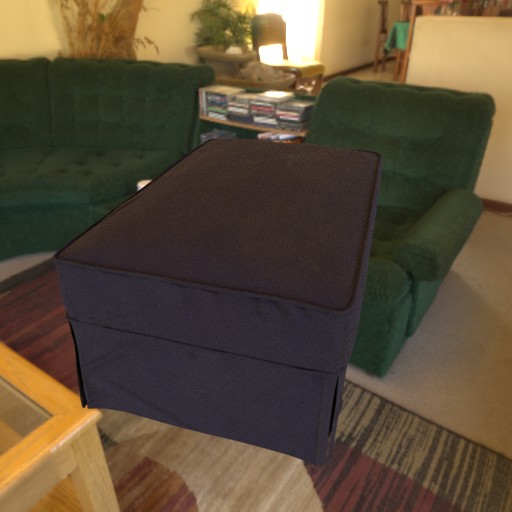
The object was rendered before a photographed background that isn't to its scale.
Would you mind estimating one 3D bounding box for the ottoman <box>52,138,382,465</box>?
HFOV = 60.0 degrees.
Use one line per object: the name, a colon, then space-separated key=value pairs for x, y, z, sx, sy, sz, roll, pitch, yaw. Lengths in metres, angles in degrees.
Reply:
ottoman: x=0.000 y=0.000 z=1.297 sx=0.637 sy=0.503 sz=0.938 roll=9 pitch=32 yaw=14
